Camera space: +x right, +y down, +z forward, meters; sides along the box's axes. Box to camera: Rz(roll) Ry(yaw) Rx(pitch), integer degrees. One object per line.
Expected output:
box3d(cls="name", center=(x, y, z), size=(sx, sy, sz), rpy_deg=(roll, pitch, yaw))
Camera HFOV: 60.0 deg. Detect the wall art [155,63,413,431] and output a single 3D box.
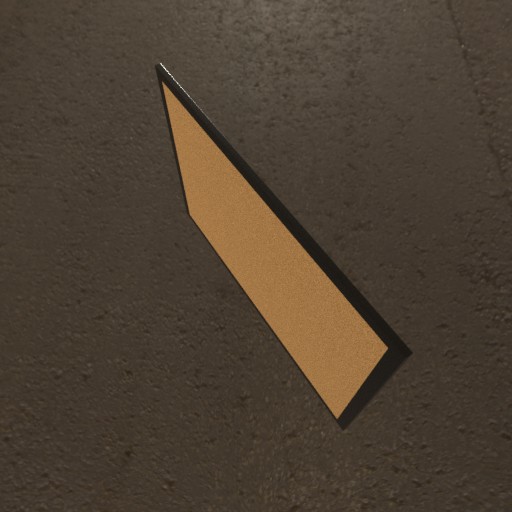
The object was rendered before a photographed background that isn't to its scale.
box3d(cls="wall art", center=(0.000, 0.000, 1.061), size=(0.015, 0.552, 0.819), rpy_deg=(-29, 63, -17))
